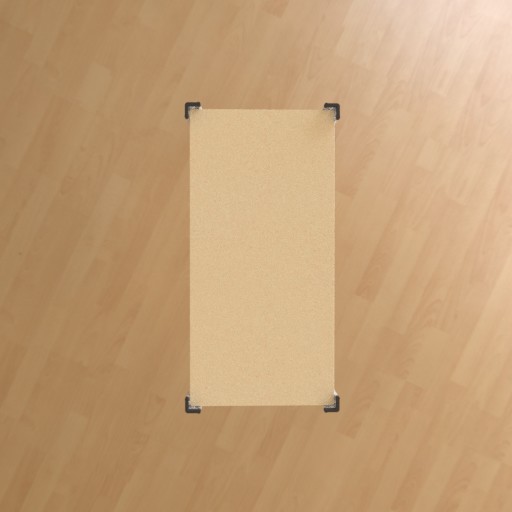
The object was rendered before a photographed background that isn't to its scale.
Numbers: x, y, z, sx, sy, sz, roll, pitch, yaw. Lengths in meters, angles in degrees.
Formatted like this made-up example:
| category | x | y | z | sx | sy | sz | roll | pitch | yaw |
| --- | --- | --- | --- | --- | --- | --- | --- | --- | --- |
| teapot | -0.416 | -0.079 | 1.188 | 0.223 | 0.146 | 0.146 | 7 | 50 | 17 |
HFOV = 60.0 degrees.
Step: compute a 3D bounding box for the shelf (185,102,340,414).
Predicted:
| category | x | y | z | sx | sy | sz | roll | pitch | yaw |
| --- | --- | --- | --- | --- | --- | --- | --- | --- | --- |
| shelf | 0.000 | 0.000 | 2.216 | 0.457 | 1.829 | 0.914 | 0 | 90 | -1 |
